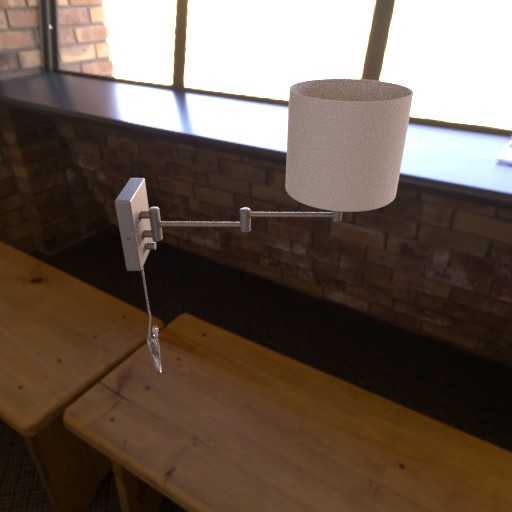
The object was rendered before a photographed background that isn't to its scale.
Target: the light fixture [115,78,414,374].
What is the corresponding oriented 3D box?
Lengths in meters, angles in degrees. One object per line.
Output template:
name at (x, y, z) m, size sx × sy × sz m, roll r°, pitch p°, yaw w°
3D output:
light fixture at (0.000, 0.000, 0.907) m, size 0.516 × 0.651 × 0.203 m, roll 0°, pitch 31°, yaw 1°
